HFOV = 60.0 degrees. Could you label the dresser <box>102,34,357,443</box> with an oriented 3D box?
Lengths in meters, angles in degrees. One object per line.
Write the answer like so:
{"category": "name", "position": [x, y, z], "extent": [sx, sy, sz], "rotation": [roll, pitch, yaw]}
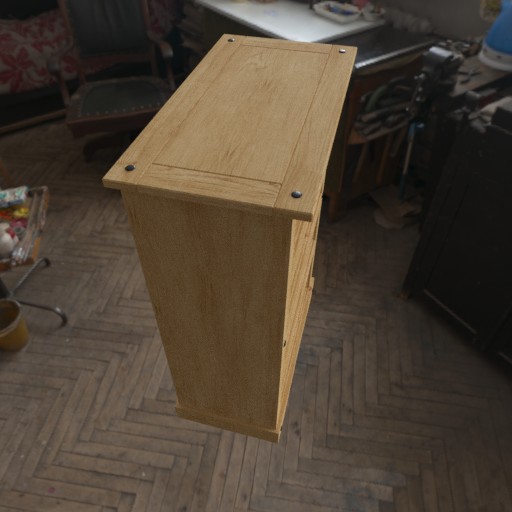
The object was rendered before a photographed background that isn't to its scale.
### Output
{"category": "dresser", "position": [0.000, 0.000, 1.733], "extent": [0.485, 1.300, 0.915], "rotation": [11, 47, 10]}
